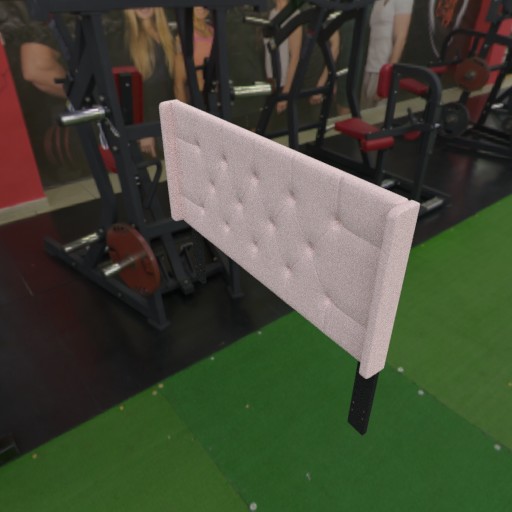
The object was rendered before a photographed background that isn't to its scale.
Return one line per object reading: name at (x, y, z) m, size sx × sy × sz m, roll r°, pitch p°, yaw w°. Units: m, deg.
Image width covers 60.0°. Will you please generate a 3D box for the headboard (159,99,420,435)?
headboard at (0.000, 0.000, 2.819) m, size 0.184 × 1.524 × 2.051 m, roll -21°, pitch 39°, yaw -30°
